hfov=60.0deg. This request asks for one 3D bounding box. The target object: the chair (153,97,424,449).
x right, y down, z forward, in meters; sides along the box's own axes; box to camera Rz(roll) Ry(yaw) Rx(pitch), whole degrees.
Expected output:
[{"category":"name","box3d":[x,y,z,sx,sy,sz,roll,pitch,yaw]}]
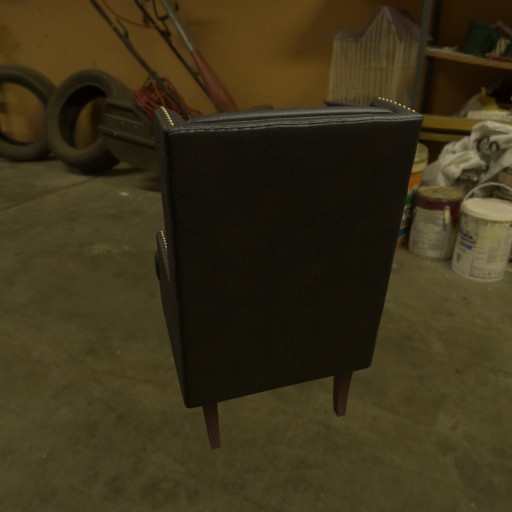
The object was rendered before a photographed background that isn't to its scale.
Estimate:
[{"category":"chair","box3d":[0.000,0.000,1.647,0.703,1.142,0.799,-8,27,-16]}]
